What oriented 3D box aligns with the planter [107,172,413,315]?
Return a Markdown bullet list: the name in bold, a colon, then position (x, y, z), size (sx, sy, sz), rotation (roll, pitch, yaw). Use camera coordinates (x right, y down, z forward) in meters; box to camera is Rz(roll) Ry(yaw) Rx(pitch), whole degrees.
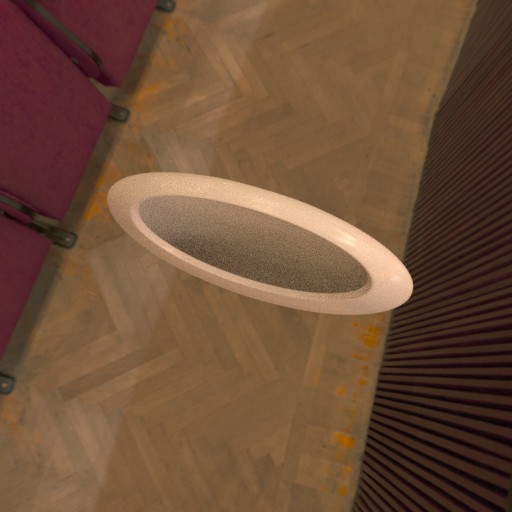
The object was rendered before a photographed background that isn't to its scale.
- **planter**: position (0.000, 0.000, 0.272), size (0.185, 0.188, 0.043), rotation (17, 76, 4)
